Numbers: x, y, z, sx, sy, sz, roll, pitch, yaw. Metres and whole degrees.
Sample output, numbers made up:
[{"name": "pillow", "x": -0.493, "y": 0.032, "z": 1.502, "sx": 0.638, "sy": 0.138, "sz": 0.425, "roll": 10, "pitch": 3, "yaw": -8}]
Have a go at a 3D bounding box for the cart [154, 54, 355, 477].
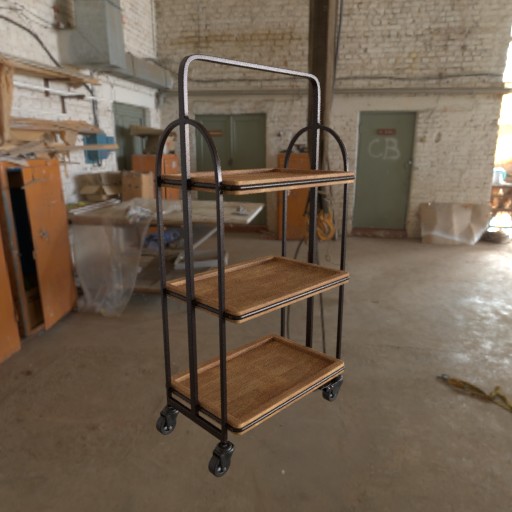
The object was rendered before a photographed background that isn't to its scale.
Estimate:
[{"name": "cart", "x": 0.000, "y": 0.000, "z": 1.247, "sx": 0.327, "sy": 1.001, "sz": 0.553, "roll": 14, "pitch": 20, "yaw": 43}]
